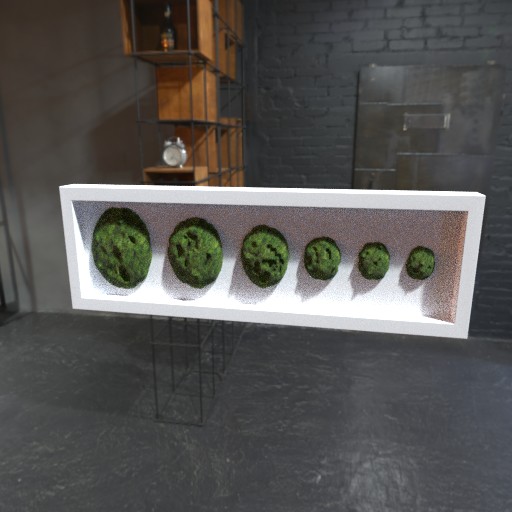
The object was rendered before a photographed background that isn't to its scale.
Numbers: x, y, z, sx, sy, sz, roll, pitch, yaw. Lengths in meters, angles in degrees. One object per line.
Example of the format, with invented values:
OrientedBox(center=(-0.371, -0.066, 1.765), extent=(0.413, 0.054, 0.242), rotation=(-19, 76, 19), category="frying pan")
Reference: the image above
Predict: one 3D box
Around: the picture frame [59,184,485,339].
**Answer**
OrientedBox(center=(0.000, 0.000, 0.835), extent=(0.759, 0.250, 0.050), rotation=(3, 15, 11), category="picture frame")
